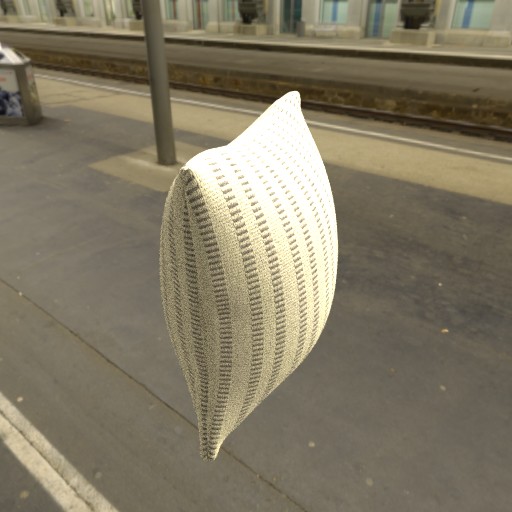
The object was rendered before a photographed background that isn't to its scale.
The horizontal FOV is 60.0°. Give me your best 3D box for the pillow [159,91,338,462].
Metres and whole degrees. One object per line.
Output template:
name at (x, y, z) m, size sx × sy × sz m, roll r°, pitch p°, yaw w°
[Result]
pillow at (0.000, 0.000, 0.682) m, size 0.247 × 0.419 × 0.438 m, roll 9°, pitch 31°, yaw 15°
